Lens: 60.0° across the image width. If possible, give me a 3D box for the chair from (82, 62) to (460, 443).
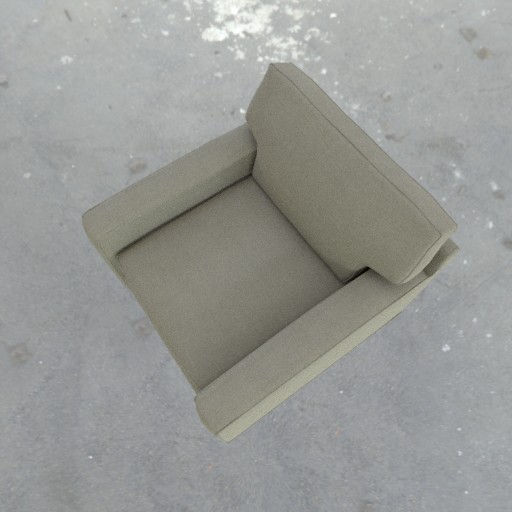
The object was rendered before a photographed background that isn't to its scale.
[{"bbox_3d":[0.000,0.000,1.815,1.044,0.934,0.999,-33,69,-14],"label":"chair"}]
